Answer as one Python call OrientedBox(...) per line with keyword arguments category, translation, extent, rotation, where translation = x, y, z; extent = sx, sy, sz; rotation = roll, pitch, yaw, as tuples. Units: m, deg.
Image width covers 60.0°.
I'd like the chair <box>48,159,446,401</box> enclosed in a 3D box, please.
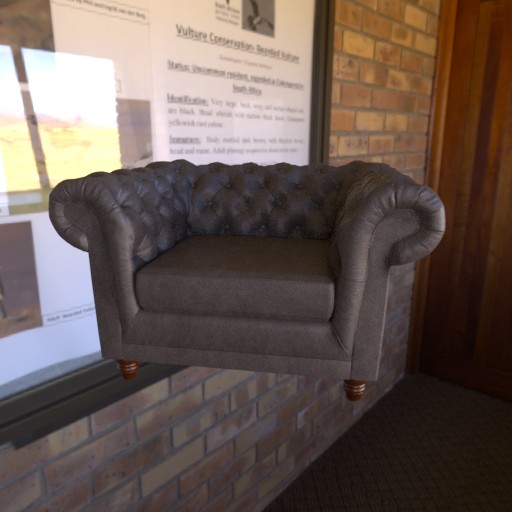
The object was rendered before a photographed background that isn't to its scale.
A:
OrientedBox(category="chair", translation=(0.000, 0.000, 1.895), extent=(1.298, 0.780, 0.943), rotation=(3, 15, 9))
